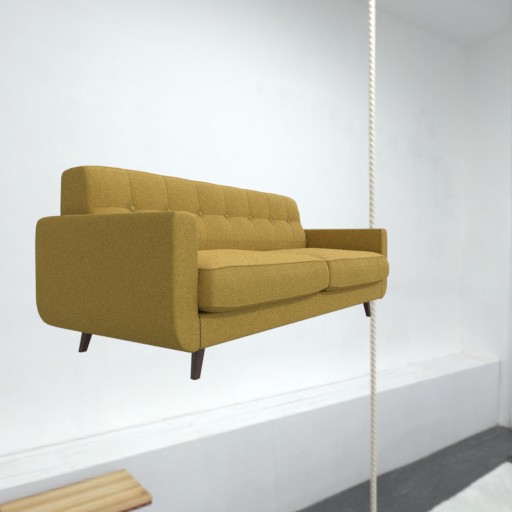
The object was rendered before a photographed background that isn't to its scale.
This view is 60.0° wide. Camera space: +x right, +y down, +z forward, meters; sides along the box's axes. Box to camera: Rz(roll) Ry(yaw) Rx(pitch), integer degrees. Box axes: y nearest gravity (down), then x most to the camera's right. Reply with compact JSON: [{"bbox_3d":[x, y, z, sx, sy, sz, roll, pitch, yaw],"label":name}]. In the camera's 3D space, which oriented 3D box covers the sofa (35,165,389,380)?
[{"bbox_3d":[0.000,0.000,2.471,0.909,0.841,2.029,1,2,35],"label":"sofa"}]
